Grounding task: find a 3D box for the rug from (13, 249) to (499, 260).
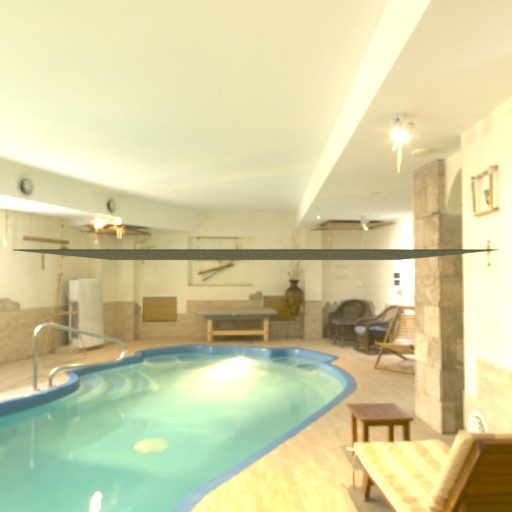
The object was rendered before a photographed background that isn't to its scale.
[{"bbox_3d":[0.000,0.000,2.978,2.440,0.007,1.525,0,-2,0],"label":"rug"}]
